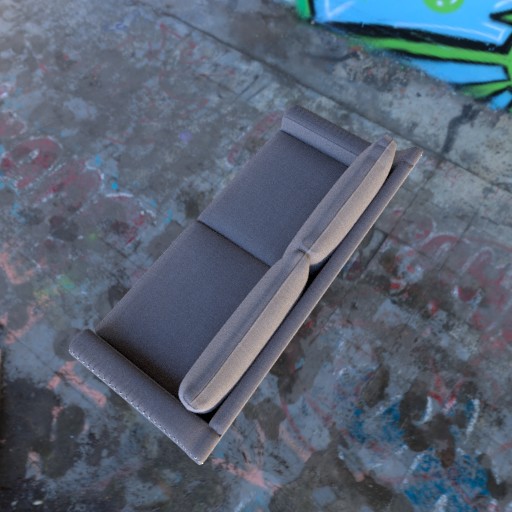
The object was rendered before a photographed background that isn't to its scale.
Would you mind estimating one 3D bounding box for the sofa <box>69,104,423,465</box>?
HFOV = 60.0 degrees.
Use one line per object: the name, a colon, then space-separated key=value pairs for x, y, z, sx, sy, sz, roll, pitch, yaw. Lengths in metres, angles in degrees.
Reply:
sofa: x=0.000 y=0.000 z=2.756 sx=1.000 sy=0.857 sz=2.208 roll=33 pitch=68 yaw=15
